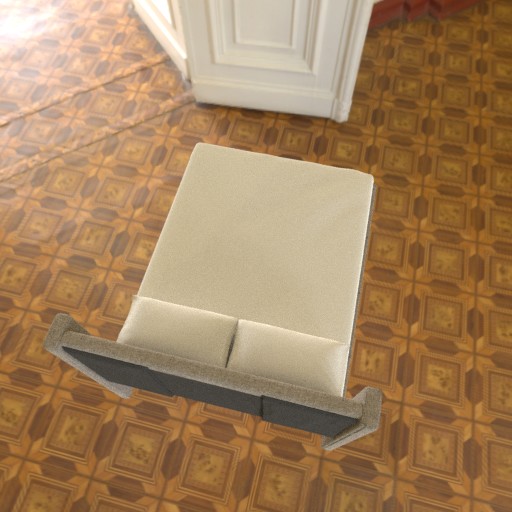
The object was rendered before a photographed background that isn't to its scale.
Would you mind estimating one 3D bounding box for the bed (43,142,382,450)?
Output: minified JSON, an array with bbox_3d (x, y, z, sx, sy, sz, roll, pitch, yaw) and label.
[{"bbox_3d":[0.000,0.000,3.300,1.714,1.481,2.245,12,63,6],"label":"bed"}]
